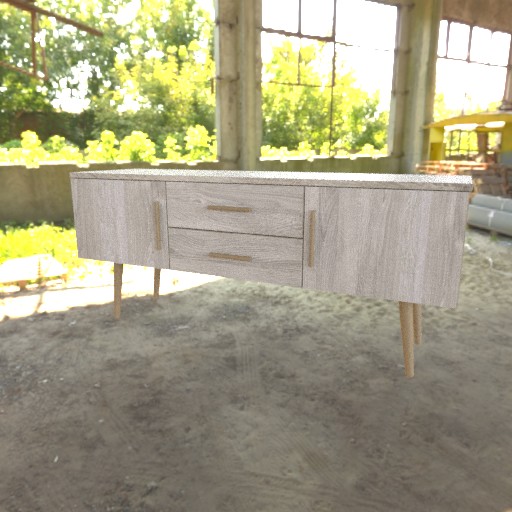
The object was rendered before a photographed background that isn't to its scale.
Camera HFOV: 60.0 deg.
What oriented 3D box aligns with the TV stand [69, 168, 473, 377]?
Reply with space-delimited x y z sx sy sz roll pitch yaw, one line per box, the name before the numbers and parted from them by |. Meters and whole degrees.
TV stand | 0.000 0.000 1.553 1.313 0.565 0.401 6 15 24
